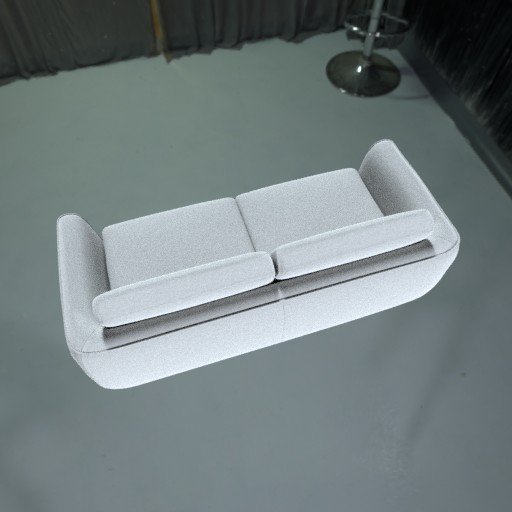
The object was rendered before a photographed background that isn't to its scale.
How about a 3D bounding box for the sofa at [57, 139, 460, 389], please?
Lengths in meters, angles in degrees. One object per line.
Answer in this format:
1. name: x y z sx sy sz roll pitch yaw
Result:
1. sofa: 0.000 0.000 2.462 2.000 0.850 0.920 -15 58 -9
